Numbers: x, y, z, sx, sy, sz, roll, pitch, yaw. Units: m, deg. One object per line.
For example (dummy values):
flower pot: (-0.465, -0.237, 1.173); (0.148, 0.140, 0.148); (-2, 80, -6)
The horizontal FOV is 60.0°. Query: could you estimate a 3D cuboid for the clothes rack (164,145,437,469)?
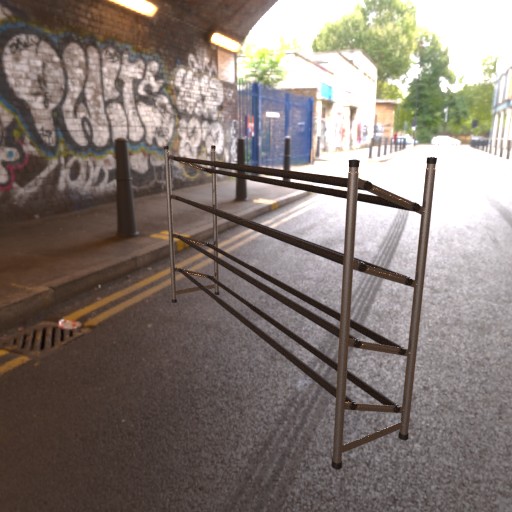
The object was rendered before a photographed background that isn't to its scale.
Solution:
clothes rack: (0.000, 0.000, 1.437); (0.229, 0.672, 1.168); (-8, 17, -27)
